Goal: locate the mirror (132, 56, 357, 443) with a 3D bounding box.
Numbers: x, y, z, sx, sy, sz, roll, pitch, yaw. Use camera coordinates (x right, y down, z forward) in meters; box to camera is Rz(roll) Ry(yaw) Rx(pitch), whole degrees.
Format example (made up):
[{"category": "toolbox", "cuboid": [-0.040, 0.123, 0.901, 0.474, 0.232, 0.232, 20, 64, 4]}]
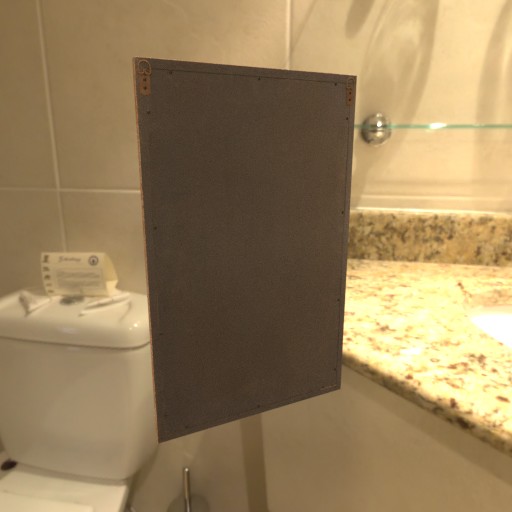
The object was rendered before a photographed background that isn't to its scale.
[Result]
[{"category": "mirror", "cuboid": [0.000, 0.000, 0.995, 0.495, 0.787, 0.058, -7, 16, -26]}]
